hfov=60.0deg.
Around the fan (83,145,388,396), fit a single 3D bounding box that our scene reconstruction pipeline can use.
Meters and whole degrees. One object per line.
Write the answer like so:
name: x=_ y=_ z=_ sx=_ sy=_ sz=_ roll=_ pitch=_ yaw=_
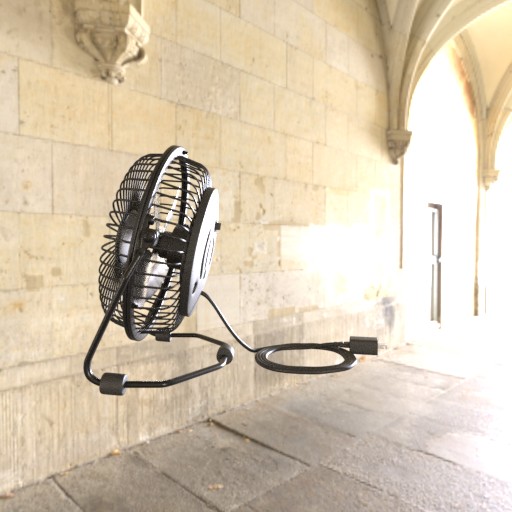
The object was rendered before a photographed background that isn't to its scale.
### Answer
fan: x=0.000 y=0.000 z=0.313 sx=0.202 sy=0.152 sz=0.153 roll=0 pitch=2 yaw=0
